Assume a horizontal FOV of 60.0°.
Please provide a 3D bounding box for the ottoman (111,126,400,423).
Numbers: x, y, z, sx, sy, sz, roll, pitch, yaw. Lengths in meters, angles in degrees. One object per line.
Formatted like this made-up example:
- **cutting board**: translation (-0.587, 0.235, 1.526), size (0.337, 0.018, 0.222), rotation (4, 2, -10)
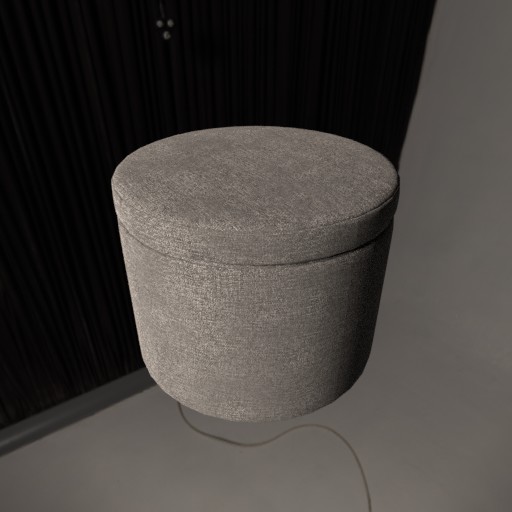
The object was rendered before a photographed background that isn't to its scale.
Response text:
- **ottoman**: translation (0.000, 0.000, 0.886), size (0.500, 0.419, 0.500), rotation (0, 31, 0)
